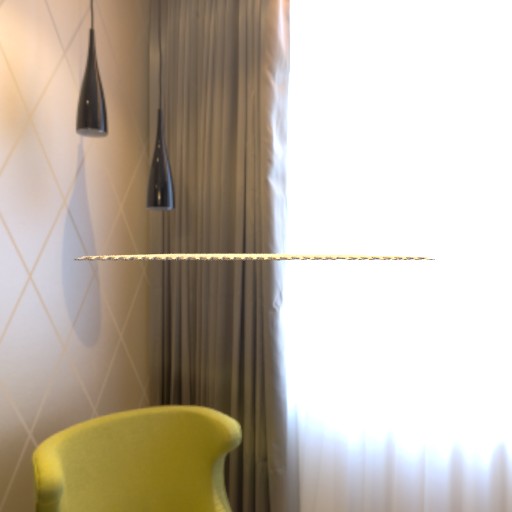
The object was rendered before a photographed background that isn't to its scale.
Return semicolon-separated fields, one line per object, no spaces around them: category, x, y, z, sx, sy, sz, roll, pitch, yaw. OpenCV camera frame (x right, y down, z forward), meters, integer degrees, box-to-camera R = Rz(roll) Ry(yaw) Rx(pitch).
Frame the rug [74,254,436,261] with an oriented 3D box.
rug;0.000;0.000;2.405;1.230;0.014;1.847;0;1;0
